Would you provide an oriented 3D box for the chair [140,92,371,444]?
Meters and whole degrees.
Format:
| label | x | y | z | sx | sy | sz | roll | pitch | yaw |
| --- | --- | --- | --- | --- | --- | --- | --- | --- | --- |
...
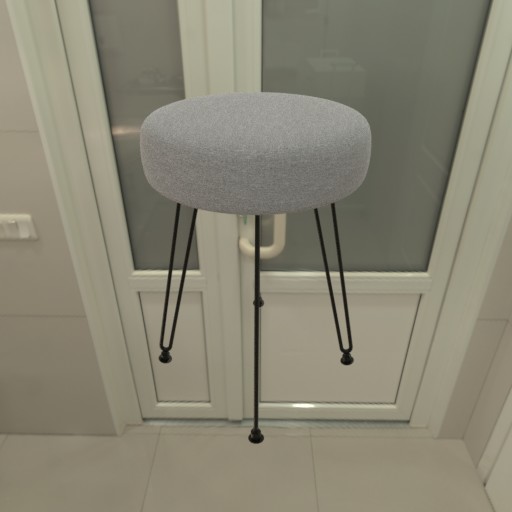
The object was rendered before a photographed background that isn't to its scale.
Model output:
| label | x | y | z | sx | sy | sz | roll | pitch | yaw |
| --- | --- | --- | --- | --- | --- | --- | --- | --- | --- |
| chair | 0.000 | 0.000 | 0.684 | 0.350 | 0.440 | 0.350 | 0 | 32 | 1 |
